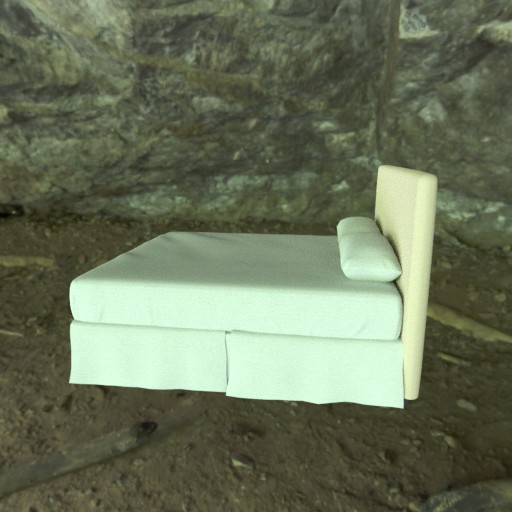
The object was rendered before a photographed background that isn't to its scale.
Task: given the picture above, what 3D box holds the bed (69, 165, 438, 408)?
[{"bbox_3d":[0.000,0.000,3.361,2.142,1.330,1.884,2,13,9],"label":"bed"}]
